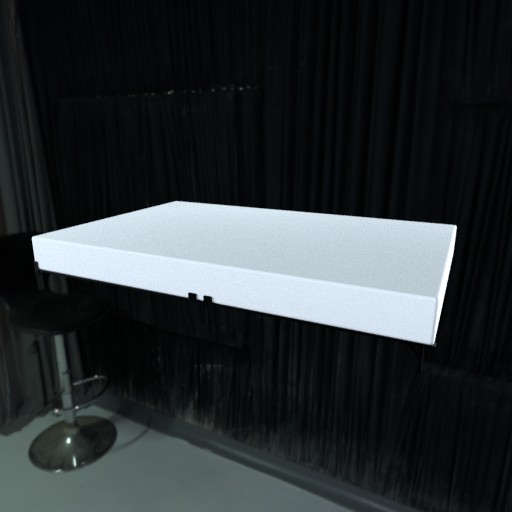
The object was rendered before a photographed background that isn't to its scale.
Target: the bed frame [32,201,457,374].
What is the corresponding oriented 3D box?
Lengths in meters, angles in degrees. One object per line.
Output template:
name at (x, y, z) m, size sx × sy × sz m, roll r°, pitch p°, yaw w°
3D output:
bed frame at (0.000, 0.000, 3.723) m, size 2.987 × 0.440 × 1.930 m, roll 8°, pitch 18°, yaw 25°
